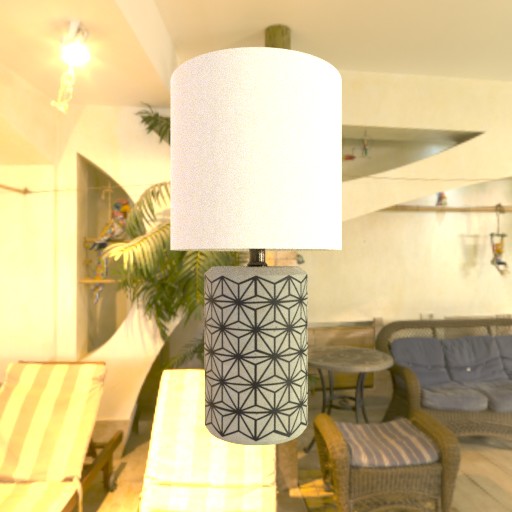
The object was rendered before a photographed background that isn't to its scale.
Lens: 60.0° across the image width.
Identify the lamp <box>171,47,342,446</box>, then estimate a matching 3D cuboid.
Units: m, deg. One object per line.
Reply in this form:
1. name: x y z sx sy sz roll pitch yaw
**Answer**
1. lamp: 0.000 0.000 0.544 0.206 0.416 0.206 0 0 0
